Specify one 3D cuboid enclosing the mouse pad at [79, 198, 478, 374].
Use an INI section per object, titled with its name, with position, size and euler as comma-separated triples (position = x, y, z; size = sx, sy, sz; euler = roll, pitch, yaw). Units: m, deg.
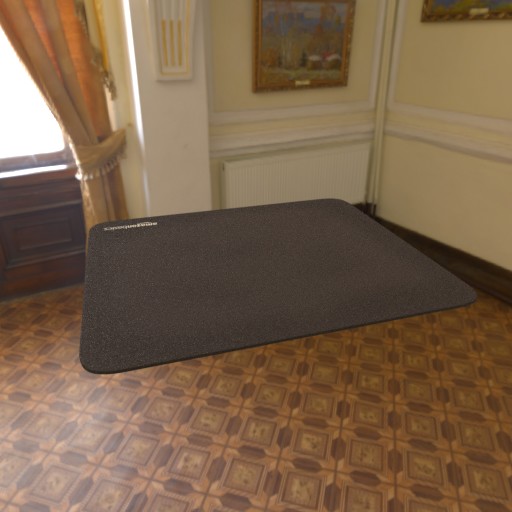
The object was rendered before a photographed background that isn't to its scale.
[mouse pad]
position = 0.000, 0.000, 0.341
size = 0.249, 0.002, 0.211
euler = -8, 28, -15
